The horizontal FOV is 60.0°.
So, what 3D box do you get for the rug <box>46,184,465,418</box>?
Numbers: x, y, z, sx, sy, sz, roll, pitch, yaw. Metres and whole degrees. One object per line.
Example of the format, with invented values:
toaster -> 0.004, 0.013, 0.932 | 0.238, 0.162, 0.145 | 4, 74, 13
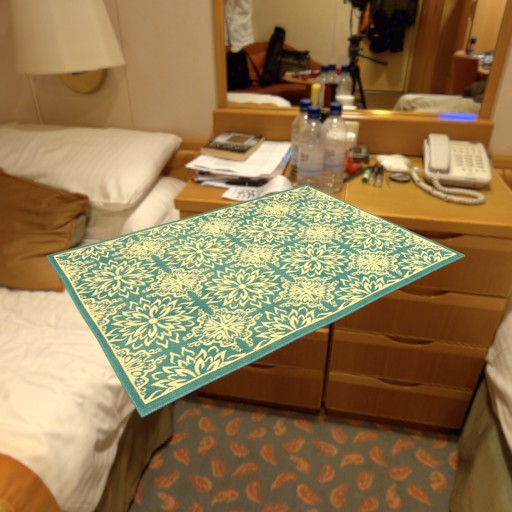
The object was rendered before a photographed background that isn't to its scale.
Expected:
rug -> 0.000, 0.000, 2.847 | 2.205, 0.012, 1.554 | -20, 35, -30
